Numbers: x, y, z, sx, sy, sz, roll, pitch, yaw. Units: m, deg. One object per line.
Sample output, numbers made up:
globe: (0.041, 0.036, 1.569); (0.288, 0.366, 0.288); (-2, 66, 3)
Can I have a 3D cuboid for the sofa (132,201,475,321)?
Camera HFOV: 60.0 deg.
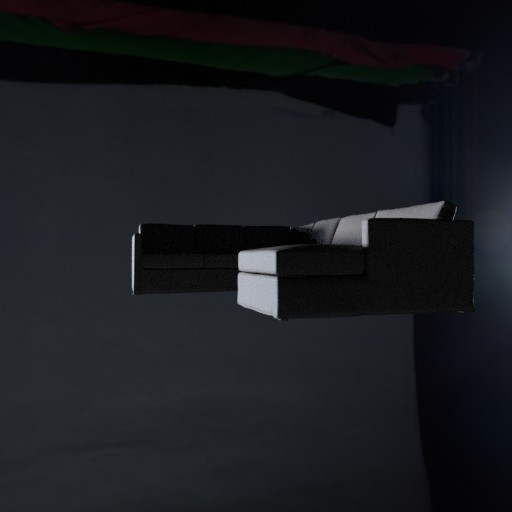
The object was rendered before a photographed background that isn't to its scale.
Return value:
sofa: (0.000, 0.000, 4.614); (2.427, 0.882, 3.460); (0, 0, -17)
